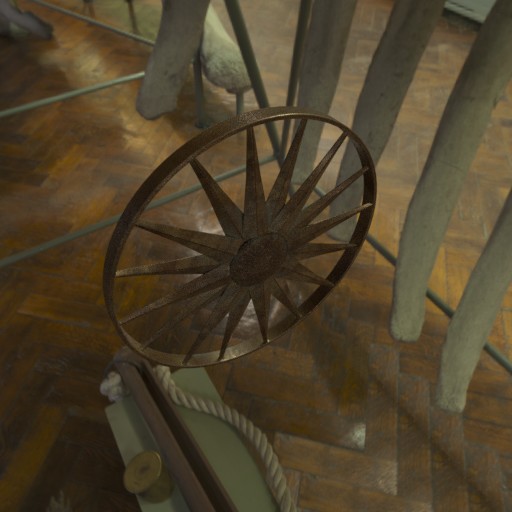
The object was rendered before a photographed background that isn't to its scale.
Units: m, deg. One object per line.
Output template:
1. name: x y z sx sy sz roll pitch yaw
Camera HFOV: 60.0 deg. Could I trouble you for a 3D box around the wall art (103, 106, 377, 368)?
1. wall art: 0.000 0.000 0.866 0.582 0.583 0.084 -25 53 -20
